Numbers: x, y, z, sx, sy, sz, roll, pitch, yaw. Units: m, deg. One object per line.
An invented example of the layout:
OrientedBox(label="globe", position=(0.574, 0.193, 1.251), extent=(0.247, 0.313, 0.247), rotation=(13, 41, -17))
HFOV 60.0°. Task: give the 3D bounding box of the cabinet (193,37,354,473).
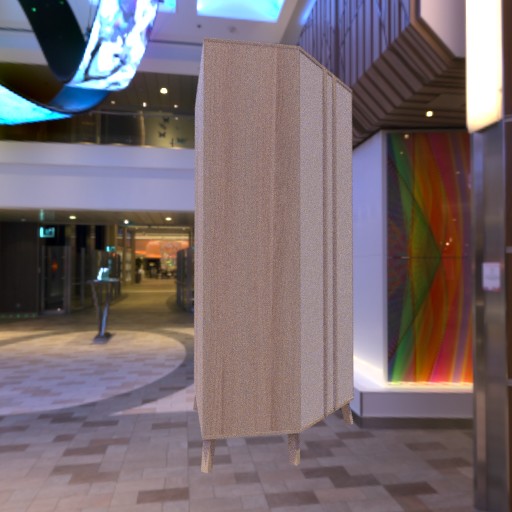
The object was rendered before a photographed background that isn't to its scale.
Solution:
OrientedBox(label="cabinet", position=(0.000, 0.000, 2.599), extent=(0.969, 1.957, 1.272), rotation=(-1, -2, 35))
